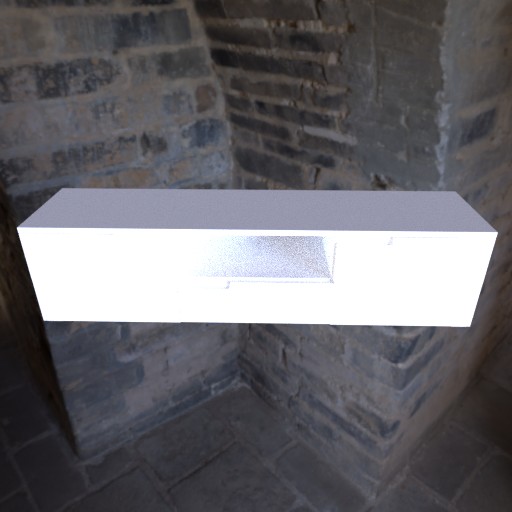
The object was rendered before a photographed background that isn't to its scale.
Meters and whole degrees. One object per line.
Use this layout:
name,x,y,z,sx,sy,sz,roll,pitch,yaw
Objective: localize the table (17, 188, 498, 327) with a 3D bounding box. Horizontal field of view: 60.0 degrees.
table,0.000,0.000,1.792,1.650,0.420,0.390,1,29,1
